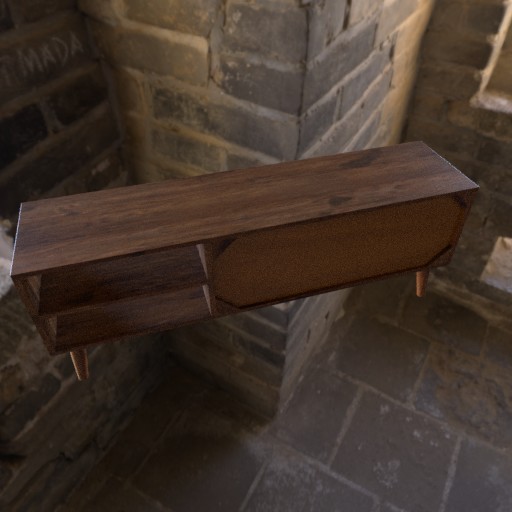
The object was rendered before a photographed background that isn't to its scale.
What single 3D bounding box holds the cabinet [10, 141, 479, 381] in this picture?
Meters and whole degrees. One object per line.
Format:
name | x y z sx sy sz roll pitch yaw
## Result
cabinet | 0.000 0.000 1.614 1.448 0.528 0.349 -11 43 -13
